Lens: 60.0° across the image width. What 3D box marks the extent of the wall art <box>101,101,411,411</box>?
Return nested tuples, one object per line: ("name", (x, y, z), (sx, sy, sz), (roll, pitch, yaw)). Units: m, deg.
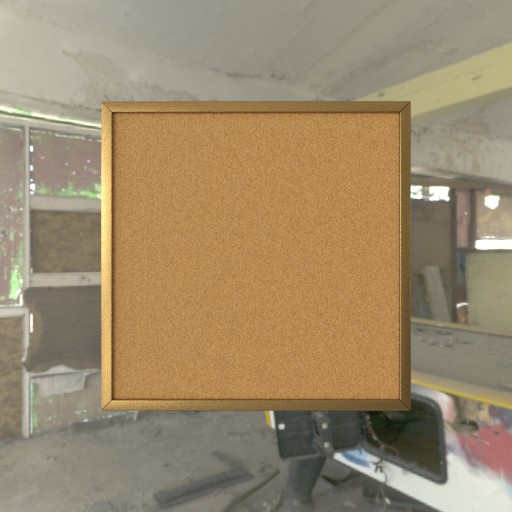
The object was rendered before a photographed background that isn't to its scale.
("wall art", (0.000, 0.000, 0.454), (0.305, 0.305, 0.037), (0, 0, 0))
